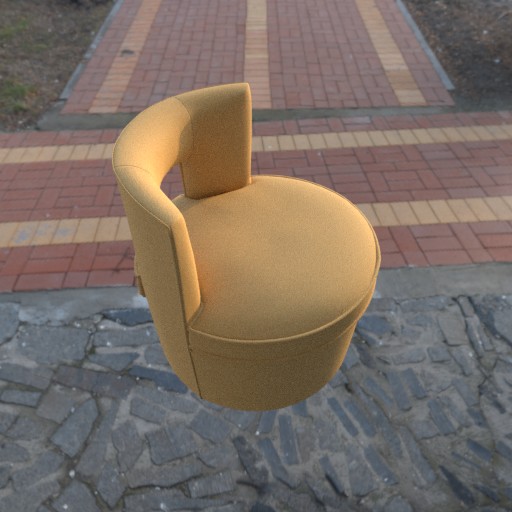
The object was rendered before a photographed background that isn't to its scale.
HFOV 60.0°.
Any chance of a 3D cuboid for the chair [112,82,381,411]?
[{"bbox_3d":[0.000,0.000,1.236,0.665,0.723,0.650,9,46,9],"label":"chair"}]
